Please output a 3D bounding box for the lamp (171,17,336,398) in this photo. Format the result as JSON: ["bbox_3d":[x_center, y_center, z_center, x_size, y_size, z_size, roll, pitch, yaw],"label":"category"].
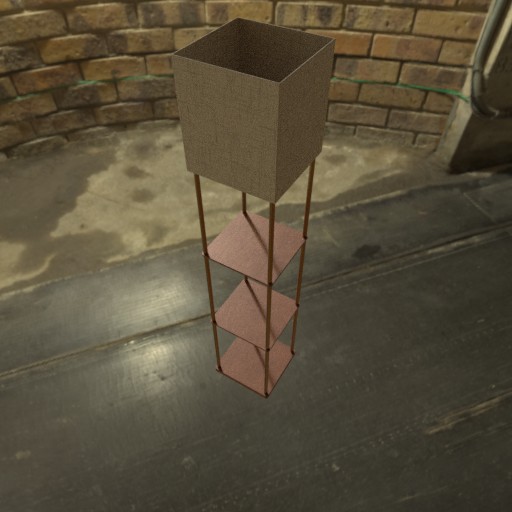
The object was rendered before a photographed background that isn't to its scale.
[{"bbox_3d":[0.000,0.000,1.709,0.310,1.569,0.308,24,51,21],"label":"lamp"}]
